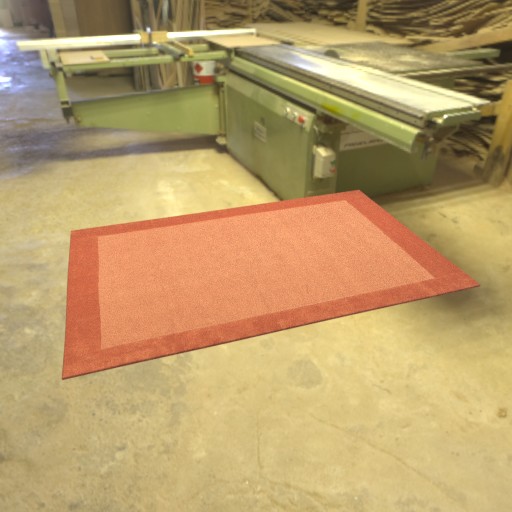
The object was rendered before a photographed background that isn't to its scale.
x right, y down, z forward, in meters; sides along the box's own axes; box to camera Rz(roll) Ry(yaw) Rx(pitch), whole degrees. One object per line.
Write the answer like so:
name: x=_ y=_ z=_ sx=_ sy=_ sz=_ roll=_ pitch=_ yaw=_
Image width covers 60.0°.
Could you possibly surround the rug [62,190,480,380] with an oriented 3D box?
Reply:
rug: x=0.000 y=0.000 z=3.038 sx=2.438 sy=0.014 sz=1.524 roll=-10 pitch=34 yaw=-15
